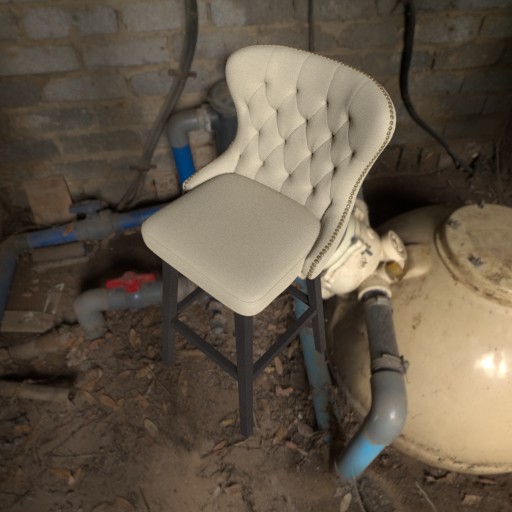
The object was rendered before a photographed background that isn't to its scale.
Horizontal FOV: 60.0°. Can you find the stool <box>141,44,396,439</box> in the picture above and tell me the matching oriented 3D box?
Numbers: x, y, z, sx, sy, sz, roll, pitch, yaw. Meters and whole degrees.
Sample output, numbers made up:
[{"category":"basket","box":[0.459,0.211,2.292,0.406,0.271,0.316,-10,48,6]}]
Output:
[{"category":"stool","box":[0.000,0.000,1.398,0.528,1.066,0.605,33,55,26]}]
